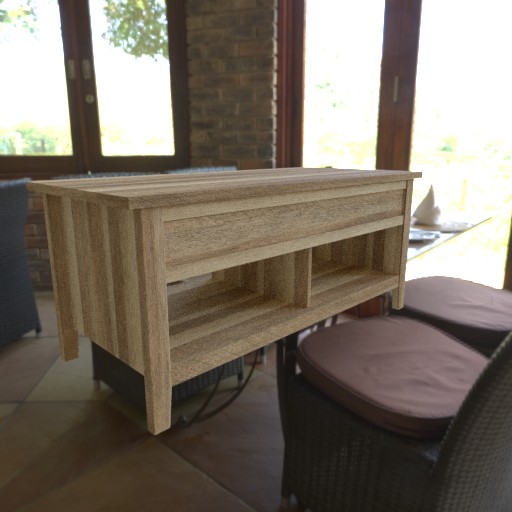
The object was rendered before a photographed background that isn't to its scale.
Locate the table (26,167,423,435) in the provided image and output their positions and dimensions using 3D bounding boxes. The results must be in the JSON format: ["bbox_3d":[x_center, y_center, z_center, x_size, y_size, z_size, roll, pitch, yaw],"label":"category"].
[{"bbox_3d":[0.000,0.000,1.344,1.095,0.480,0.493,-13,19,-43],"label":"table"}]
